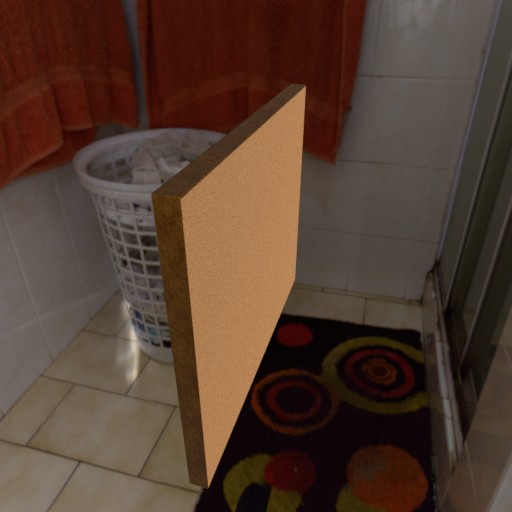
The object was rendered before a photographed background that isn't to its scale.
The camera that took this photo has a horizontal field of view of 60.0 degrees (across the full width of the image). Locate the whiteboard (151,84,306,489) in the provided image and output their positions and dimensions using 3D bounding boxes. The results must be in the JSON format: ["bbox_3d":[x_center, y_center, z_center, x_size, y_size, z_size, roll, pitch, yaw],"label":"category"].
[{"bbox_3d":[0.000,0.000,0.754,0.029,0.457,0.561,9,33,15],"label":"whiteboard"}]
